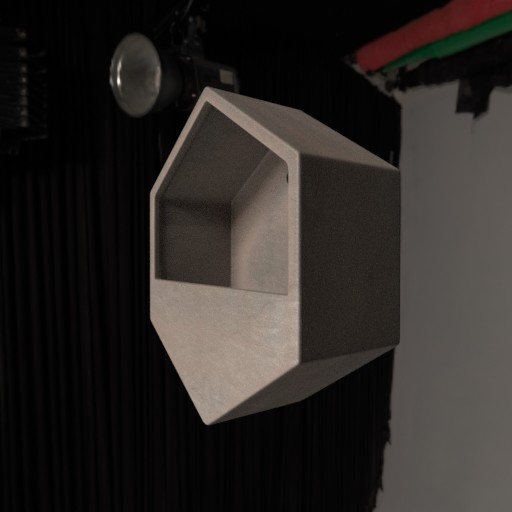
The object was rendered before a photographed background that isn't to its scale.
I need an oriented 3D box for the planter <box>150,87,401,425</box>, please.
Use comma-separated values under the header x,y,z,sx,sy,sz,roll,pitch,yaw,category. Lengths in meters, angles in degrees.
x,y,z,sx,sy,sz,roll,pitch,yaw,category
0.000,0.000,0.293,0.077,0.206,0.169,0,1,-36,planter
